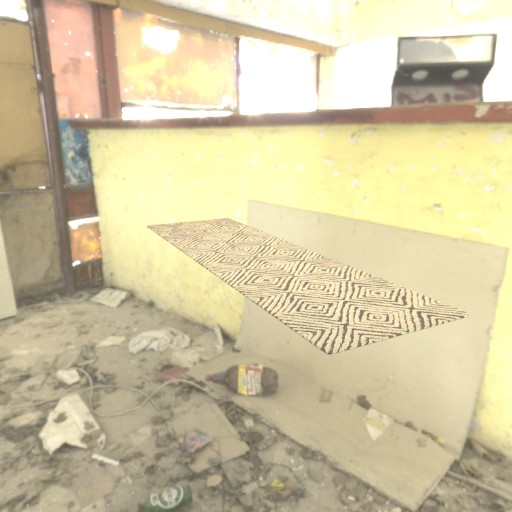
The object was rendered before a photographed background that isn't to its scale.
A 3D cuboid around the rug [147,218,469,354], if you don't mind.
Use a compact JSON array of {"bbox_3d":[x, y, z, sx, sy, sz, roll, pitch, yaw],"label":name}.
[{"bbox_3d":[0.000,0.000,2.526,0.676,0.008,2.277,-8,17,-27],"label":"rug"}]
